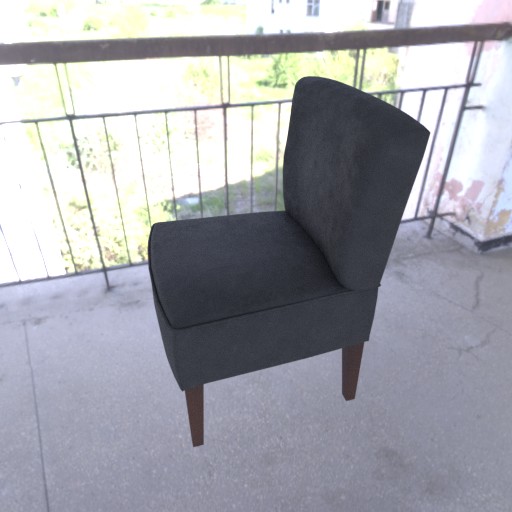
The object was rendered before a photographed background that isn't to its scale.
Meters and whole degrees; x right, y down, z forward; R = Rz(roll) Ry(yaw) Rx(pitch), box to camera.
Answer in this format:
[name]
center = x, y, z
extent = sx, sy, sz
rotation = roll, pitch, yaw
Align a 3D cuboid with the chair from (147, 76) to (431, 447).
[chair]
center = 0.000, 0.000, 1.169
extent = 0.554, 0.806, 0.521
rotation = -8, 33, -13
